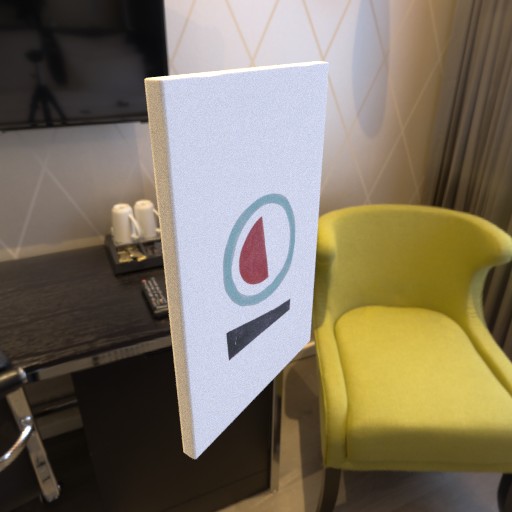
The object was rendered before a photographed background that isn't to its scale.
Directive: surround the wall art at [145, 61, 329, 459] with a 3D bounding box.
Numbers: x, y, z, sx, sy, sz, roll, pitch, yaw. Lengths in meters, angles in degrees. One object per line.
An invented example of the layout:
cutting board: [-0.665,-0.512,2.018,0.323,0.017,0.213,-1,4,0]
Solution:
wall art: [0.000,0.000,1.154,0.048,0.902,0.602,18,32,31]
